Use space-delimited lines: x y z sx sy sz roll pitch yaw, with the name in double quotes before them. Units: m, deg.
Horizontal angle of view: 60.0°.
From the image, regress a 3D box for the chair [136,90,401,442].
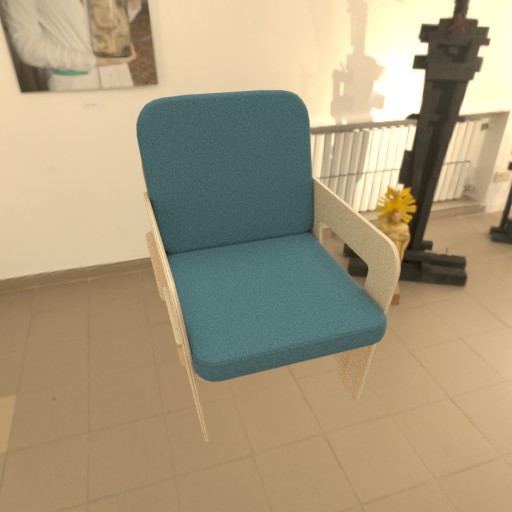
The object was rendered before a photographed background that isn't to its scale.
"chair" 0.000 0.000 1.205 0.547 0.747 0.657 -10 32 -15
